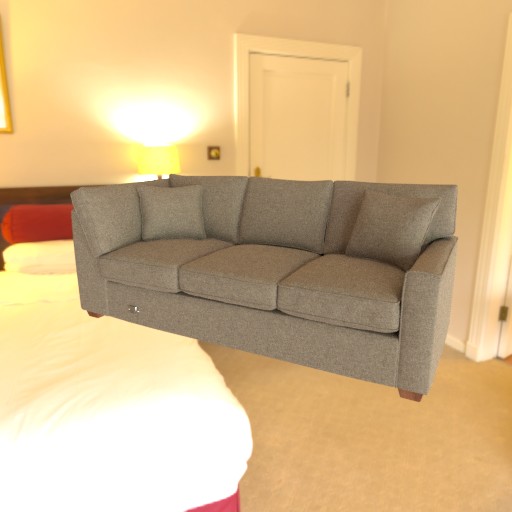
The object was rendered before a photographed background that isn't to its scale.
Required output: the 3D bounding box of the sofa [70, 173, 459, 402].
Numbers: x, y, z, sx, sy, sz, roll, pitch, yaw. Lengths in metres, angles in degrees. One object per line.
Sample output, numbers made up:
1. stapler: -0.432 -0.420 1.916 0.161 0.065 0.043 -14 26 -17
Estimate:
1. sofa: 0.000 0.000 2.866 2.317 0.962 1.061 7 16 28
